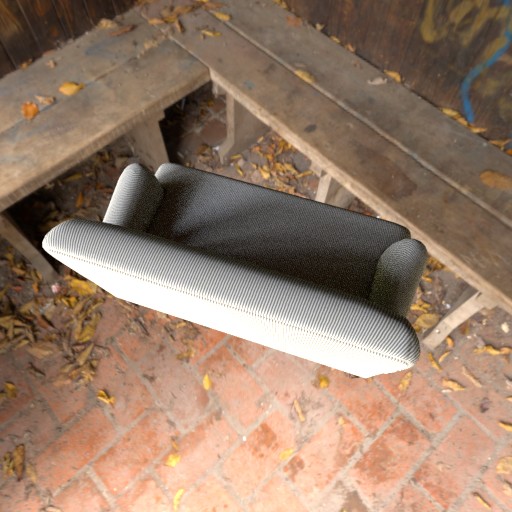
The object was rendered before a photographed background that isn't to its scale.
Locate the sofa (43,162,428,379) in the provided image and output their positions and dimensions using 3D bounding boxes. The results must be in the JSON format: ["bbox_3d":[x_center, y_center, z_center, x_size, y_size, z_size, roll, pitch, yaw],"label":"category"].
[{"bbox_3d":[0.000,0.000,1.828,1.297,0.889,0.779,16,64,8],"label":"sofa"}]
